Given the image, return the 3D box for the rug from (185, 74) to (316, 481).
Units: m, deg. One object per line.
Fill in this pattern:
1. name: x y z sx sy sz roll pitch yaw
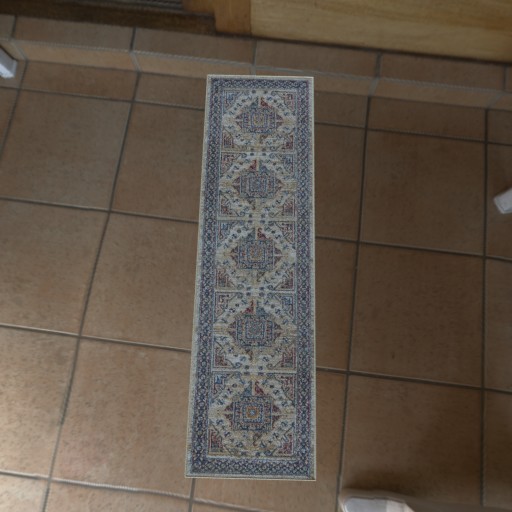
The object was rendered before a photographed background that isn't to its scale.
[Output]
1. rug: 0.000 0.000 2.486 0.661 0.013 2.297 1 77 0
